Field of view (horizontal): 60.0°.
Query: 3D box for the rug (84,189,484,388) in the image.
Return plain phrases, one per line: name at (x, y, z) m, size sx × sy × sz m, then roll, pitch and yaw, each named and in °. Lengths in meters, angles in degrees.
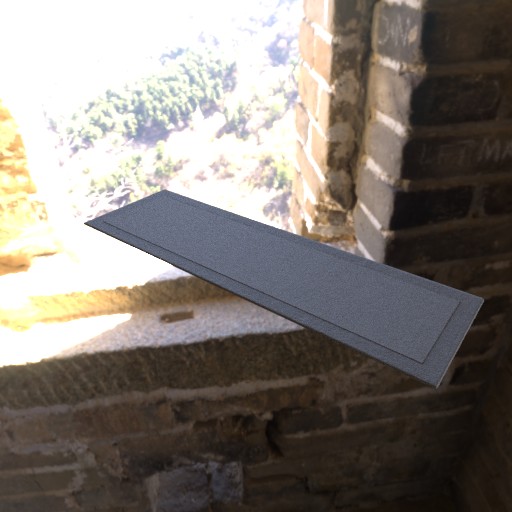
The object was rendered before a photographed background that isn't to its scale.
rug at (0.000, 0.000, 2.691) m, size 2.430 × 0.012 × 0.759 m, roll 22°, pitch 37°, yaw 31°
